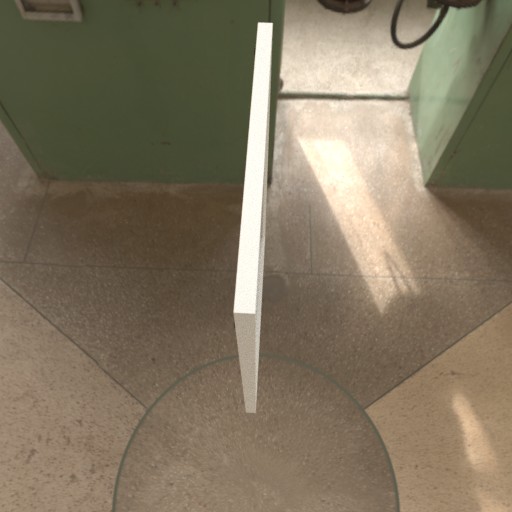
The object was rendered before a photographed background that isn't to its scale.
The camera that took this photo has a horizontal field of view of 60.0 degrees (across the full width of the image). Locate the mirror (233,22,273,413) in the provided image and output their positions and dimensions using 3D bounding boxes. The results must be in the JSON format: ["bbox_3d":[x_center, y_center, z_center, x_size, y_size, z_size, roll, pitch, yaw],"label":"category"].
[{"bbox_3d":[0.000,0.000,1.361,0.041,1.016,0.762,3,62,2],"label":"mirror"}]
